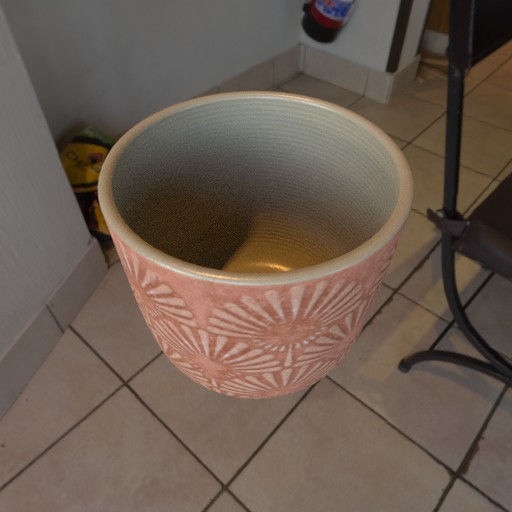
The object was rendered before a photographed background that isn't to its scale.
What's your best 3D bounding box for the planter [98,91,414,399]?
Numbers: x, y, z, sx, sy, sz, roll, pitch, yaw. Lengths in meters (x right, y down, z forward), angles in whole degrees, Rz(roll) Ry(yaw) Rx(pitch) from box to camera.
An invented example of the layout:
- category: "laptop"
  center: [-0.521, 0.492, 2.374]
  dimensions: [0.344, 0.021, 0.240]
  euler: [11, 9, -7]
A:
- category: "planter"
  center: [0.000, 0.000, 0.217]
  dimensions: [0.124, 0.109, 0.124]
  euler: [0, 47, 0]
